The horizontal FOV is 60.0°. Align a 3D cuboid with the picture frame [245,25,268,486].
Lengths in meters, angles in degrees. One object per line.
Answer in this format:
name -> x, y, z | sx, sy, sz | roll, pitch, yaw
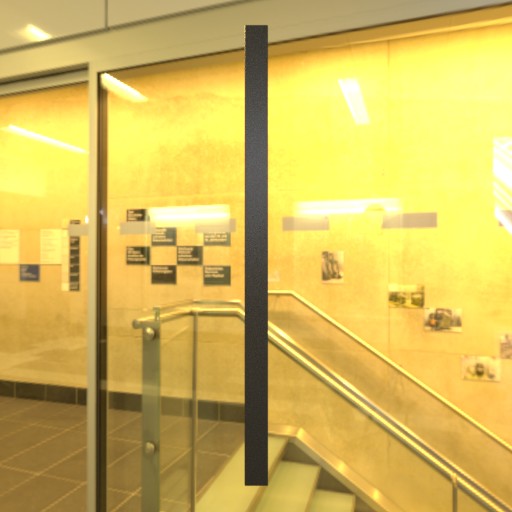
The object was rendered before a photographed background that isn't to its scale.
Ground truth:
picture frame -> 0.000, 0.000, 0.765 | 0.028, 0.556, 0.460 | 0, 0, 0
